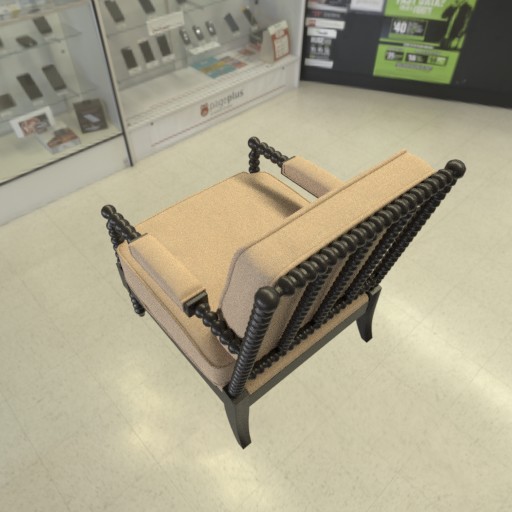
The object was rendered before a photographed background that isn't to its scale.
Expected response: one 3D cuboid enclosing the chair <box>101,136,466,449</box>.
[{"bbox_3d":[0.000,0.000,1.151,0.555,0.703,0.657,-32,55,-26],"label":"chair"}]
